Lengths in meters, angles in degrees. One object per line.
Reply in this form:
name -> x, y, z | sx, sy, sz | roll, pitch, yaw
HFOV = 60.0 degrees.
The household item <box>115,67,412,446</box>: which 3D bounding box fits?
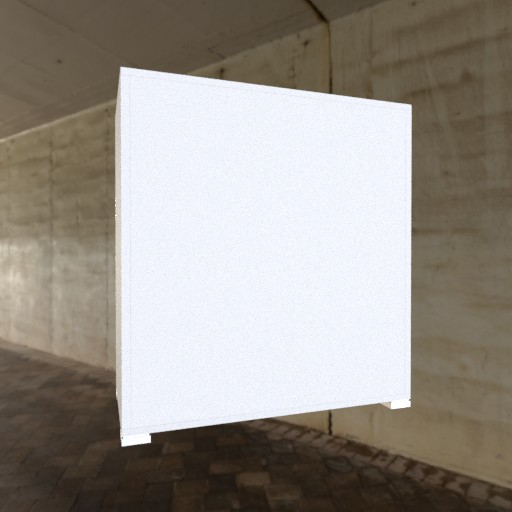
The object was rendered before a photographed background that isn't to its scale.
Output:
household item -> 0.000, 0.000, 1.344 | 0.800, 0.870, 0.420 | 0, 1, -19
